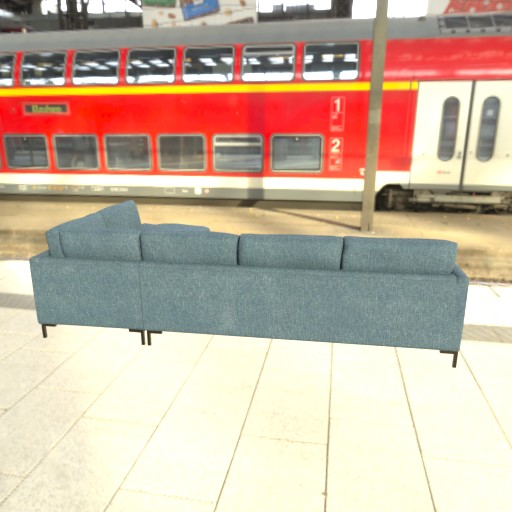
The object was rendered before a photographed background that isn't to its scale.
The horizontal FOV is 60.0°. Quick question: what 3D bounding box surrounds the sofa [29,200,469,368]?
[{"bbox_3d":[0.000,0.000,3.855,2.949,0.815,2.007,2,16,8],"label":"sofa"}]
